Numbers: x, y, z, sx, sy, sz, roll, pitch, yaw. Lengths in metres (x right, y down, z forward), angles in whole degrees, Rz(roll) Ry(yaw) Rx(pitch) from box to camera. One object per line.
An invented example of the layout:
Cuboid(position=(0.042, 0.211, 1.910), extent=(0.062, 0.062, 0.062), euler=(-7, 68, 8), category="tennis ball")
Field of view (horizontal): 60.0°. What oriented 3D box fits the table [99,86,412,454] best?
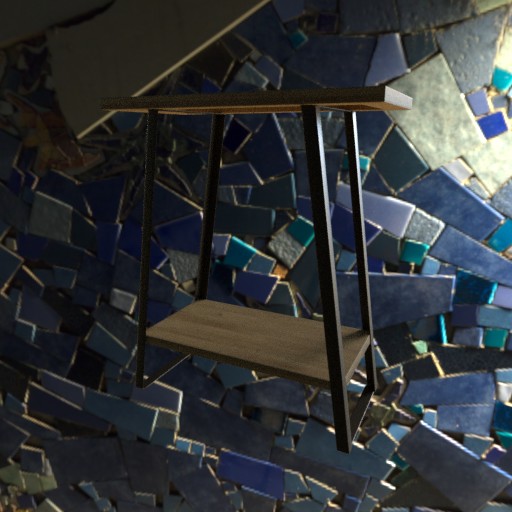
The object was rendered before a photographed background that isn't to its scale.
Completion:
Cuboid(position=(0.000, 0.000, 1.041), extent=(0.599, 0.701, 0.300), euler=(8, 17, 25), category="table")
